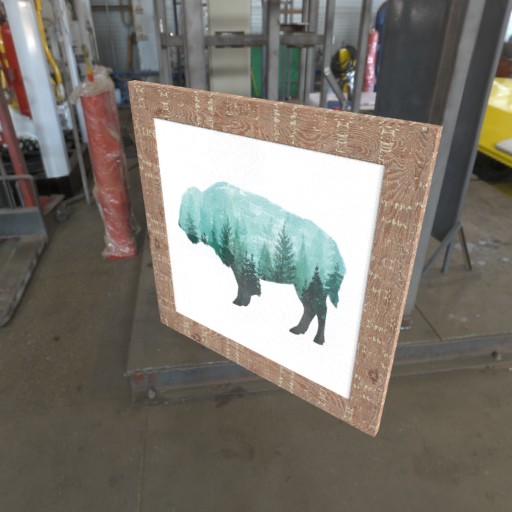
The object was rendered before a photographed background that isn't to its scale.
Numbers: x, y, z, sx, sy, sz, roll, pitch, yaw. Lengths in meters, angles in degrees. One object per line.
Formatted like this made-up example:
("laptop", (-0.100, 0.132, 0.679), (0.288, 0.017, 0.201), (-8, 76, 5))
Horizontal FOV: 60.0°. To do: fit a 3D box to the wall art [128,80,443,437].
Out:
("wall art", (0.000, 0.000, 0.558), (0.380, 0.380, 0.022), (20, 36, 31))
